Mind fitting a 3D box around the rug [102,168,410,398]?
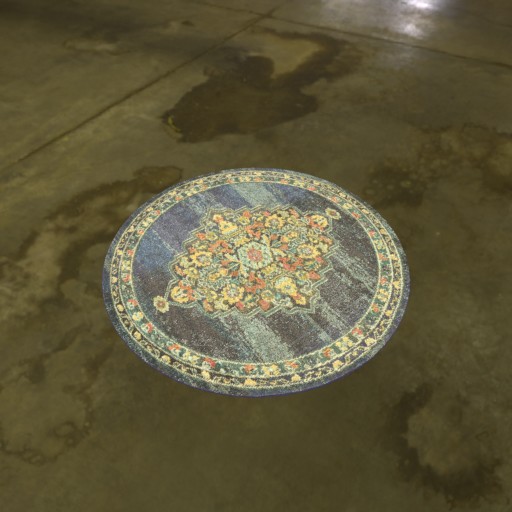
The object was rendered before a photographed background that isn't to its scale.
[{"bbox_3d":[0.000,0.000,2.352,1.591,0.010,1.591,0,46,0],"label":"rug"}]
